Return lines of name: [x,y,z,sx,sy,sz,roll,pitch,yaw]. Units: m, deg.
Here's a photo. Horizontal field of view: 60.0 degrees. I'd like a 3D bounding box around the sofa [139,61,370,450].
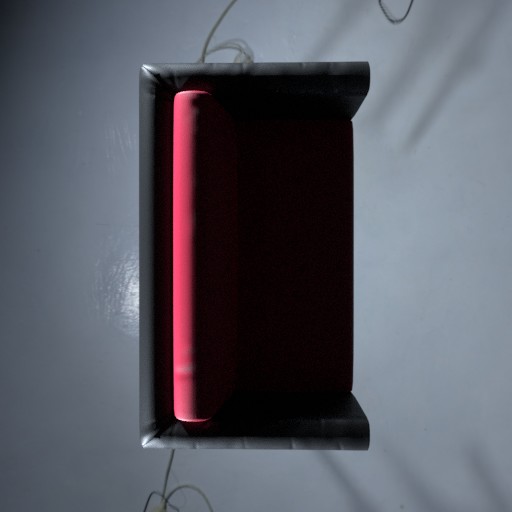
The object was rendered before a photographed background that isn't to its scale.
sofa: [0.000,0.000,1.898,0.845,0.735,1.410,0,90,1]
